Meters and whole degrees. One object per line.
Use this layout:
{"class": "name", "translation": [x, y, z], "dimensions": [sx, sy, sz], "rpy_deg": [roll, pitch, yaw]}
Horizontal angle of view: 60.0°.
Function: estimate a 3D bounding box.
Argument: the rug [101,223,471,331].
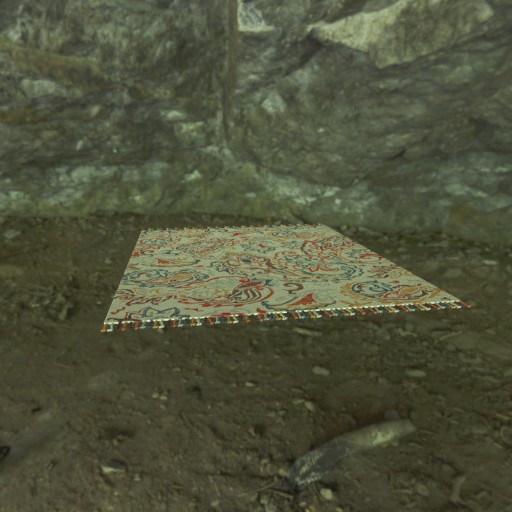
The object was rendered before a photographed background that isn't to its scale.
{"class": "rug", "translation": [0.000, 0.000, 4.405], "dimensions": [2.439, 0.015, 3.274], "rpy_deg": [-2, 14, -9]}
